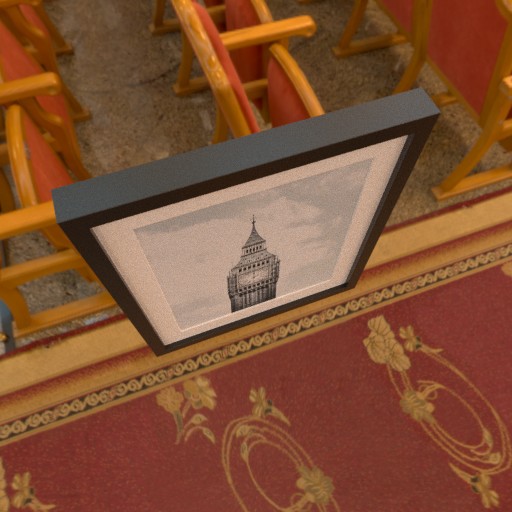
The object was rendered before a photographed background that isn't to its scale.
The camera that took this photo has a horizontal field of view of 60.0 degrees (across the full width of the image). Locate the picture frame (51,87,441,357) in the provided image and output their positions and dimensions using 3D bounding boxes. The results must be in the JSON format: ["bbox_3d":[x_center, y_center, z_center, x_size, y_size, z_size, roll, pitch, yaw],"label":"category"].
[{"bbox_3d":[0.000,0.000,0.531,0.328,0.378,0.034,-18,64,-9],"label":"picture frame"}]
